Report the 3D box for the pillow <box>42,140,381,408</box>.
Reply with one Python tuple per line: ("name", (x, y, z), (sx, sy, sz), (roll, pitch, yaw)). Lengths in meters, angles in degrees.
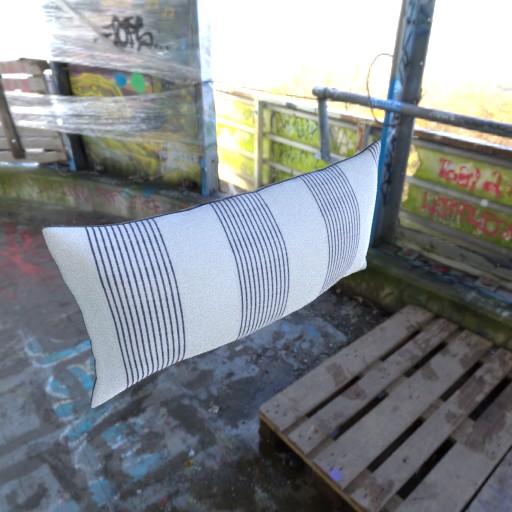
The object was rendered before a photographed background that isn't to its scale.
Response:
("pillow", (0.000, 0.000, 0.731), (0.610, 0.287, 0.151), (-22, 36, -33))
